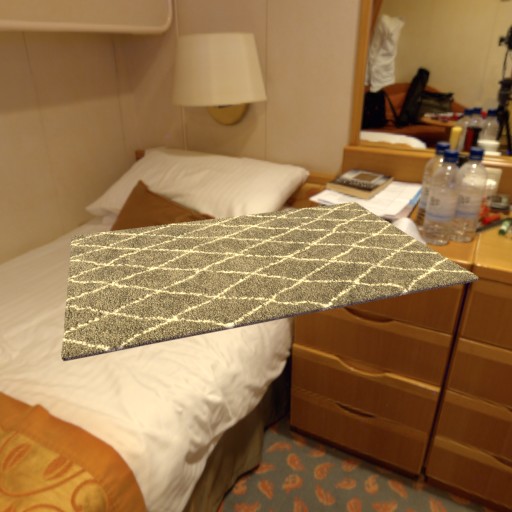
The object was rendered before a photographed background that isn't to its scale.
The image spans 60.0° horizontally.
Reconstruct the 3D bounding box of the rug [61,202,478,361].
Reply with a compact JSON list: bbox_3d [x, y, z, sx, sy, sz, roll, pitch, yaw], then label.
[{"bbox_3d":[0.000,0.000,3.066,2.438,0.030,1.524,-8,27,-17],"label":"rug"}]
